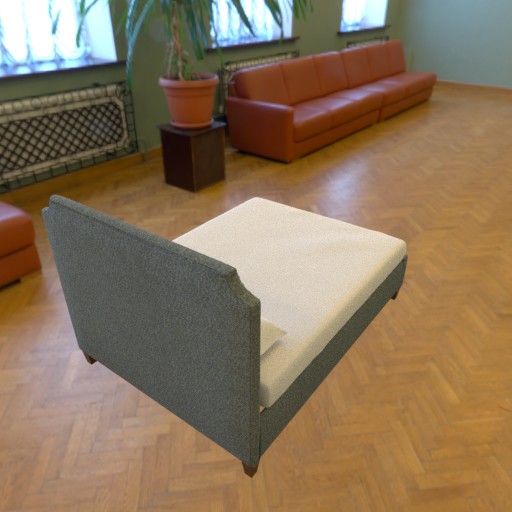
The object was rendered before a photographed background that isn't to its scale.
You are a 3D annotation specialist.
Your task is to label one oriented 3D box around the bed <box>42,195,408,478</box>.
[{"bbox_3d":[0.000,0.000,3.481,1.712,1.443,2.372,21,37,31],"label":"bed"}]
